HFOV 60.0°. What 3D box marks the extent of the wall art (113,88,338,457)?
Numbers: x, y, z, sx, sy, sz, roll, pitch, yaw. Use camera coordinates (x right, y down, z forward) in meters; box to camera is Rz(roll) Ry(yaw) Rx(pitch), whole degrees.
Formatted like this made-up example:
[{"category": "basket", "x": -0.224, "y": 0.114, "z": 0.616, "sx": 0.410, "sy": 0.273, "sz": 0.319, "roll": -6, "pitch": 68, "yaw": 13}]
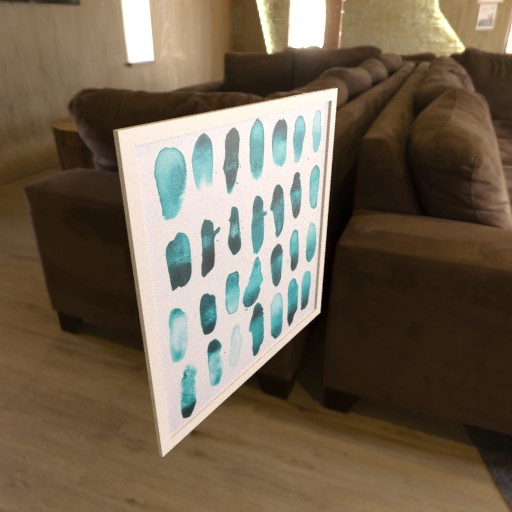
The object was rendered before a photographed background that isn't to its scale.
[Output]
[{"category": "wall art", "x": 0.000, "y": 0.000, "z": 0.850, "sx": 0.009, "sy": 0.559, "sz": 0.558, "roll": 19, "pitch": 32, "yaw": 32}]
